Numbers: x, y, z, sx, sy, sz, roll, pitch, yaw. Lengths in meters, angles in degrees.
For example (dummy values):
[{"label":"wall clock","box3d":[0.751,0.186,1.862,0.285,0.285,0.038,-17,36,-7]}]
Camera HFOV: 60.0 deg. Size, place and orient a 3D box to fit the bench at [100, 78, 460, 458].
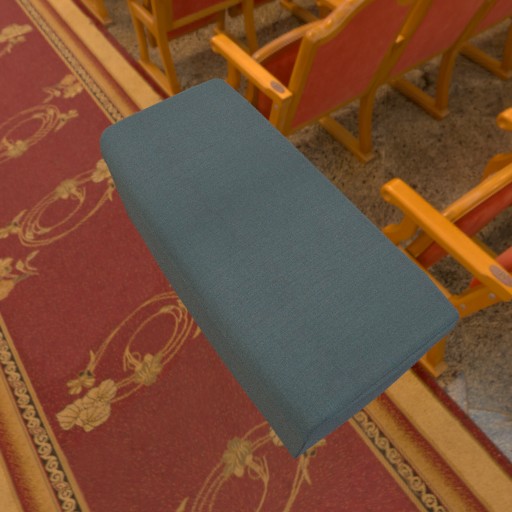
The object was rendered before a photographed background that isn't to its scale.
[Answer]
[{"label":"bench","box3d":[0.000,0.000,1.284,0.476,0.474,0.995,-31,64,-17]}]
